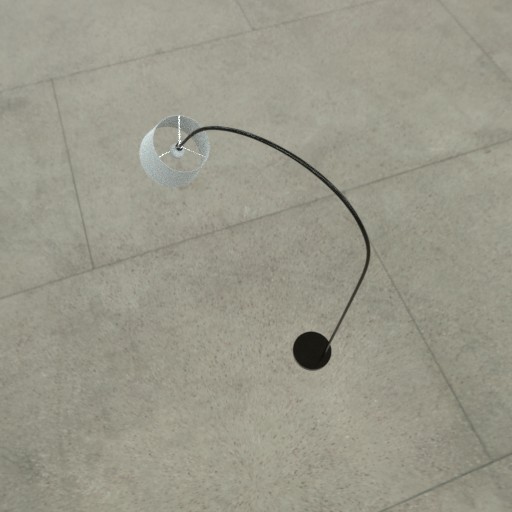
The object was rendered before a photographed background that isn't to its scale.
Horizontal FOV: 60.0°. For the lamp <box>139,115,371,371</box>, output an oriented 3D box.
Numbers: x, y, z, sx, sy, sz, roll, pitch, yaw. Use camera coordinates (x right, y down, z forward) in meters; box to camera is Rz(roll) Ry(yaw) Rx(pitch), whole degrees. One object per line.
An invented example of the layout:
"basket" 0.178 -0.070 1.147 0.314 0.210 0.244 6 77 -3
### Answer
"lamp" 0.000 0.000 2.683 1.363 2.104 0.331 31 67 15
